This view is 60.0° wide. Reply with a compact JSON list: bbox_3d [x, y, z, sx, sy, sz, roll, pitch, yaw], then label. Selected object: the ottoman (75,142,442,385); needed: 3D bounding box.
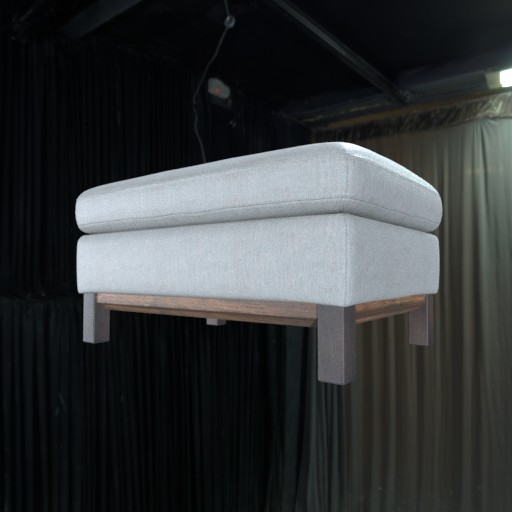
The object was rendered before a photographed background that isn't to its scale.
[{"bbox_3d":[0.000,0.000,1.038,0.735,0.404,0.528,-1,-2,37],"label":"ottoman"}]
